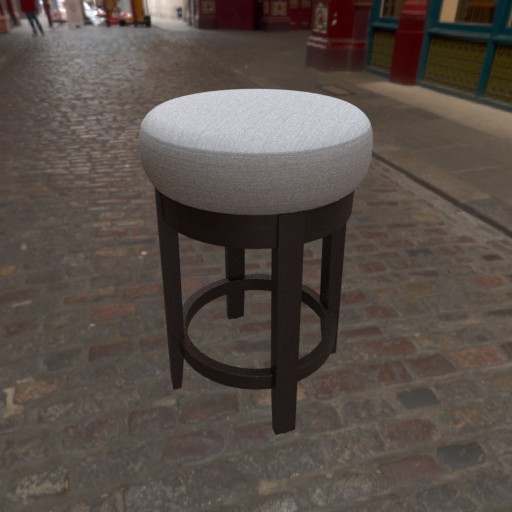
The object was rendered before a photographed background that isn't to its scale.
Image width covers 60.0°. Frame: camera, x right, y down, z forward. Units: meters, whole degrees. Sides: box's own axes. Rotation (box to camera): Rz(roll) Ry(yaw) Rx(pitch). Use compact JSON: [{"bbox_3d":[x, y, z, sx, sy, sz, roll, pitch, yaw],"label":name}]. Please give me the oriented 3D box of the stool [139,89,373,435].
[{"bbox_3d":[0.000,0.000,0.998,0.443,0.672,0.443,0,31,0],"label":"stool"}]
